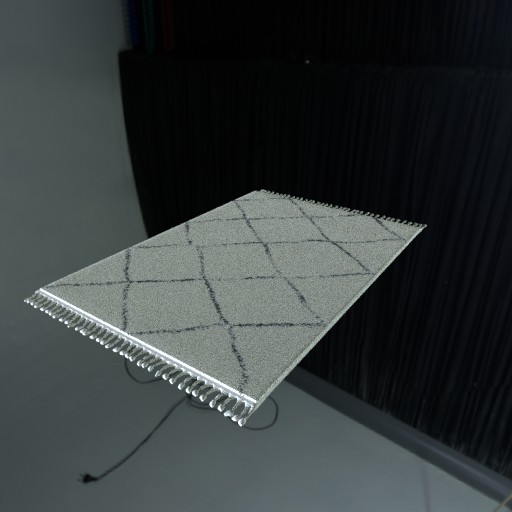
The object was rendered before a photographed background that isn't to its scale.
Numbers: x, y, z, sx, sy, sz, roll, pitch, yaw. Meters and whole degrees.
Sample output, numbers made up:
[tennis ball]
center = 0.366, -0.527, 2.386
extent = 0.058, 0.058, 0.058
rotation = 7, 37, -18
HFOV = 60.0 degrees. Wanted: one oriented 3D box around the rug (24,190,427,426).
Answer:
[rug]
center = 0.000, 0.000, 2.844
extent = 1.494, 0.031, 2.307
rotation = 18, 32, 31
